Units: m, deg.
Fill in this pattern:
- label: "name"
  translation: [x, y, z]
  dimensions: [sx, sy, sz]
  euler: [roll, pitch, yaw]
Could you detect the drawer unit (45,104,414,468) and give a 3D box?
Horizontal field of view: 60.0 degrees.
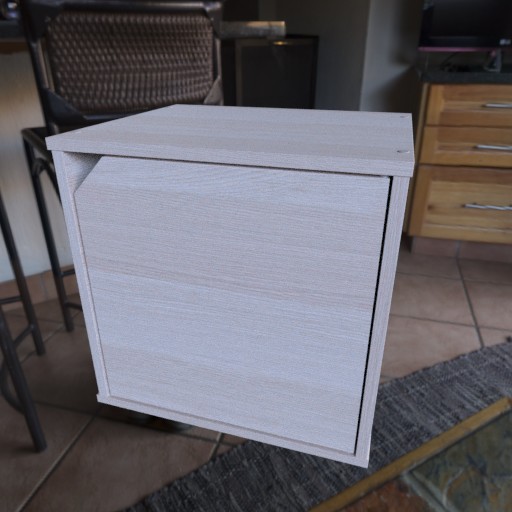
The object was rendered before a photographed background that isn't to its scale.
- label: "drawer unit"
  translation: [0.000, 0.000, 0.592]
  dimensions: [0.349, 0.344, 0.290]
  euler: [8, 26, 15]
